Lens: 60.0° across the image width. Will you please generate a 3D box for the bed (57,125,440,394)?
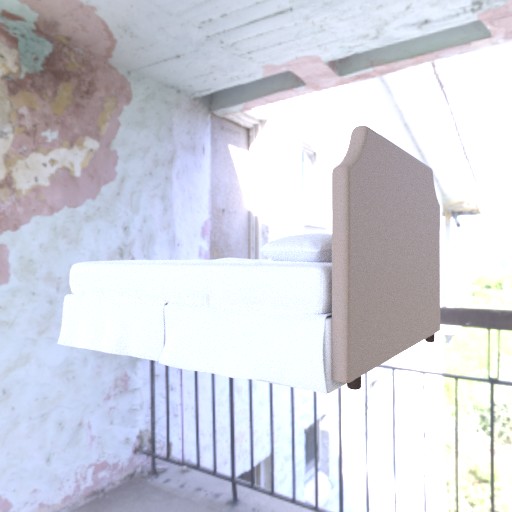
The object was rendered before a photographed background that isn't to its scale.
[{"bbox_3d":[0.000,0.000,4.132,2.773,1.590,2.350,0,0,35],"label":"bed"}]
